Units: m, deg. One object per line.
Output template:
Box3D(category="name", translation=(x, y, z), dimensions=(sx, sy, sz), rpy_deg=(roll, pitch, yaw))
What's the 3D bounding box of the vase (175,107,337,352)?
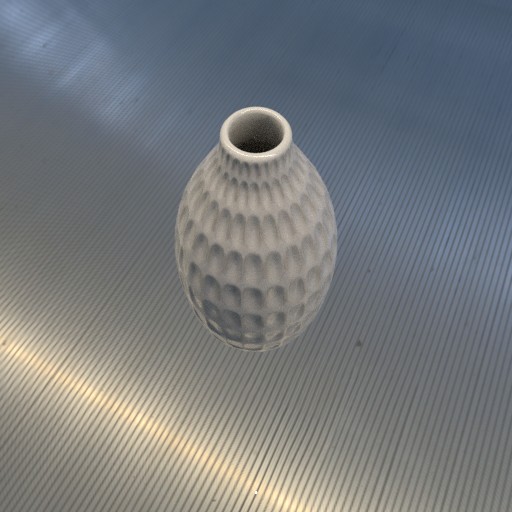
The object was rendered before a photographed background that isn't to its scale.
Box3D(category="vase", translation=(0.000, 0.000, 0.359), dimensions=(0.127, 0.282, 0.127), rpy_deg=(0, 62, 0))
